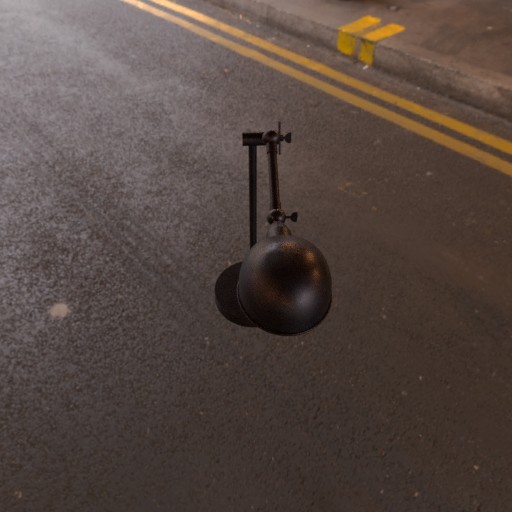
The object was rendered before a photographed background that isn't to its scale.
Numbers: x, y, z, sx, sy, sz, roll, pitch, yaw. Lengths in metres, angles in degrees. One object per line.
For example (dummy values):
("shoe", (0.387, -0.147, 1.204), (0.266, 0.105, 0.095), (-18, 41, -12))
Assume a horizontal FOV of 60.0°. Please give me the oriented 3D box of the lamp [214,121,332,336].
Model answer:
("lamp", (0.000, 0.000, 0.817), (0.185, 0.495, 0.567), (-2, 45, -2))
